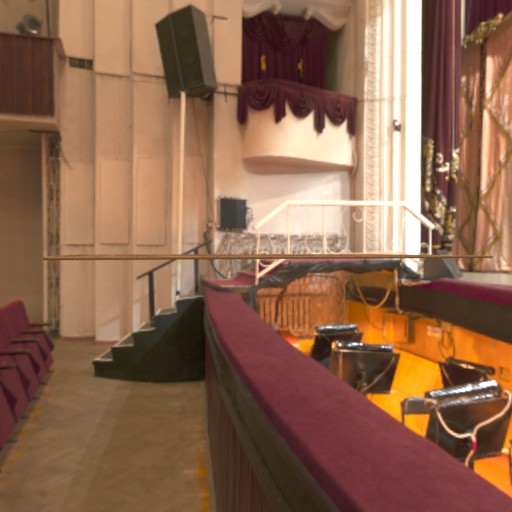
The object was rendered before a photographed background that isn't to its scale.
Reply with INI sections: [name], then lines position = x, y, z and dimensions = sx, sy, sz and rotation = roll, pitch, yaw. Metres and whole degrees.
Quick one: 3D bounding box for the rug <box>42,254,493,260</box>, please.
[rug]
position = 0.000, 0.000, 2.840
dimensions = 2.290, 0.014, 1.526
rotation = 0, 1, -17
